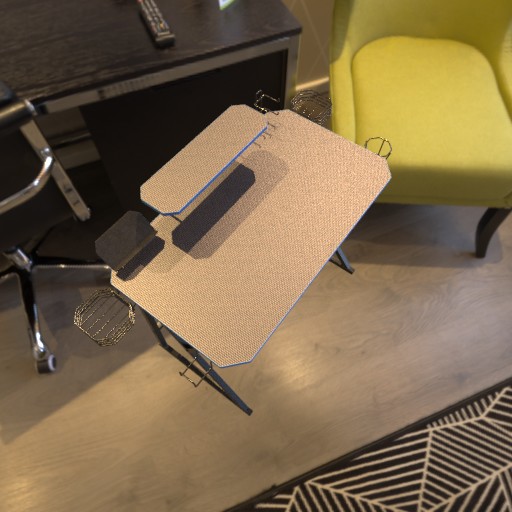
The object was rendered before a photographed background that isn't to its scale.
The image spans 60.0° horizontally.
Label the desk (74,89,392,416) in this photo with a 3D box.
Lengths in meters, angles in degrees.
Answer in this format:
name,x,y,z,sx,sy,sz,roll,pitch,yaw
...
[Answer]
name,x,y,z,sx,sy,sz,roll,pitch,yaw
desk,0.000,0.000,1.777,0.594,0.909,1.295,33,65,18
